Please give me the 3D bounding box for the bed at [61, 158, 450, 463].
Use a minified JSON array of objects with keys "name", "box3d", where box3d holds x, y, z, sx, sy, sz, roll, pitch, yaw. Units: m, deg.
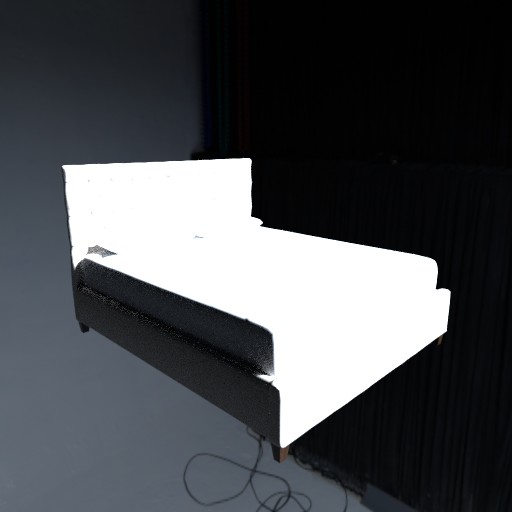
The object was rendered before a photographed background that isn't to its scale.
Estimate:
[{"name":"bed","box3d":[0.000,0.000,3.588,2.387,1.427,2.078,14,20,43]}]
